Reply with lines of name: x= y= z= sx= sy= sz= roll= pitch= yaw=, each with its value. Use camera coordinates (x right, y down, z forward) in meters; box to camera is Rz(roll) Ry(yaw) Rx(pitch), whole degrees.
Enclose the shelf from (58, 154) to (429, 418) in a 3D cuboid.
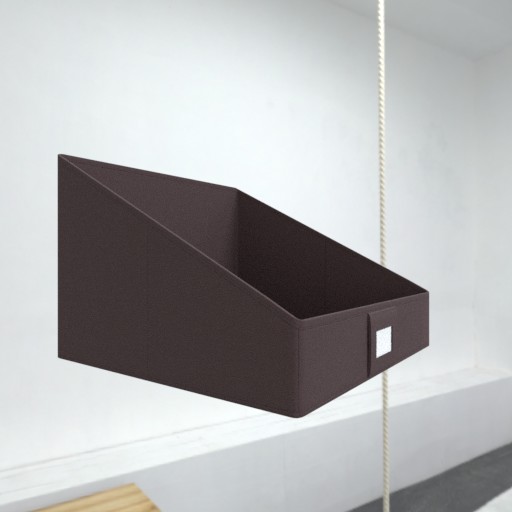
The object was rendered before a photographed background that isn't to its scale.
shelf: x=0.000 y=0.000 z=0.480 sx=0.292 sy=0.210 sz=0.292 roll=0 pitch=0 yaw=37
